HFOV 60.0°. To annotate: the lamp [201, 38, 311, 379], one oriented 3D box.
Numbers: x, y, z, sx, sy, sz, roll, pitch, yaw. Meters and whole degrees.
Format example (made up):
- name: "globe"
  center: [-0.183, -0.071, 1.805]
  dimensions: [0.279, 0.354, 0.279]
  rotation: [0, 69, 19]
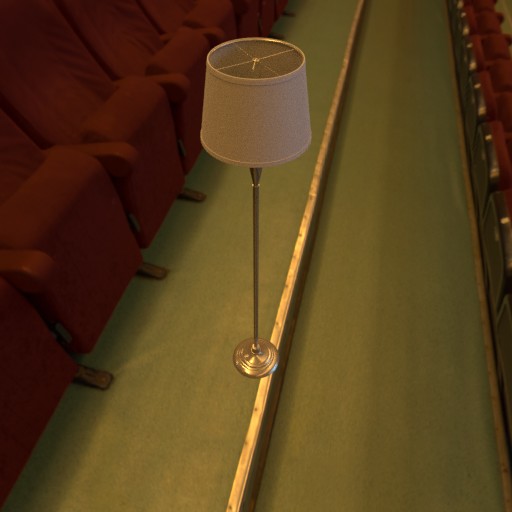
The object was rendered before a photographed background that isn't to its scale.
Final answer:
- name: "lamp"
  center: [0.000, 0.000, 1.695]
  dimensions: [0.327, 1.506, 0.327]
  rotation: [10, 48, 9]
